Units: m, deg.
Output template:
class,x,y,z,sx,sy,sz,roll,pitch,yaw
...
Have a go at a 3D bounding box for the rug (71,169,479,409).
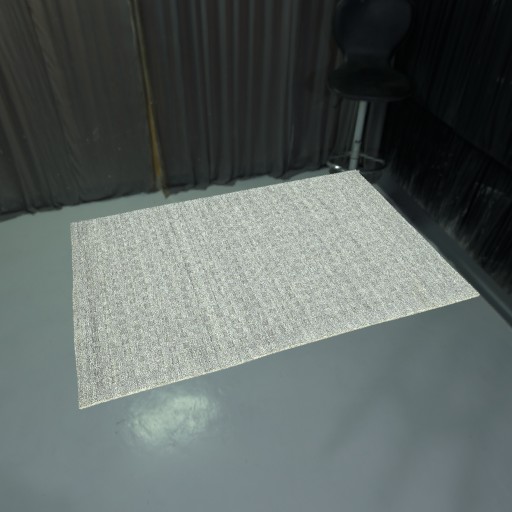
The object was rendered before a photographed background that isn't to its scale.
class,x,y,z,sx,sy,sz,roll,pitch,yaw
rug,0.000,0.000,2.908,2.297,0.018,1.532,-13,43,-14
